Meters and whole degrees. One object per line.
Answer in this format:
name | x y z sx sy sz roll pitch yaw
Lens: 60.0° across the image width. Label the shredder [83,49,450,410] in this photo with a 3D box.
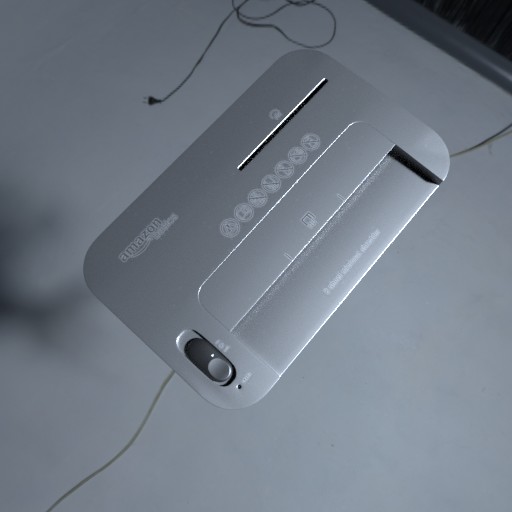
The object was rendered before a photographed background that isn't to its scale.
shredder | 0.000 0.000 0.589 0.237 0.419 0.311 40 79 10
